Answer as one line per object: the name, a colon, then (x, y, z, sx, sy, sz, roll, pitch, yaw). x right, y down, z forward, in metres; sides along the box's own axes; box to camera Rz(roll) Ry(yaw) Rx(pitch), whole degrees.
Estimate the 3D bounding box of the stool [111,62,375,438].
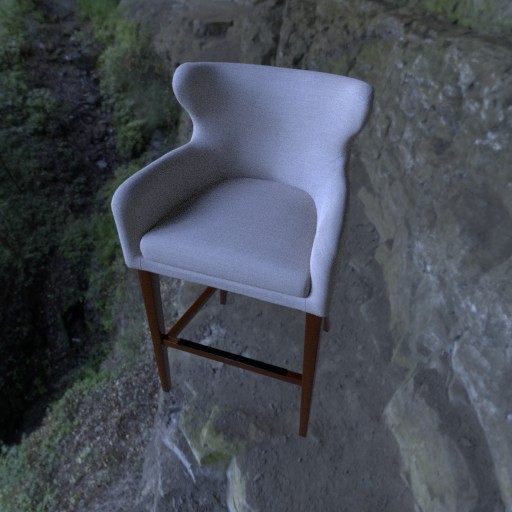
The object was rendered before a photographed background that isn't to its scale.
stool: (0.000, 0.000, 1.388, 0.556, 1.034, 0.563, 13, 43, 14)
